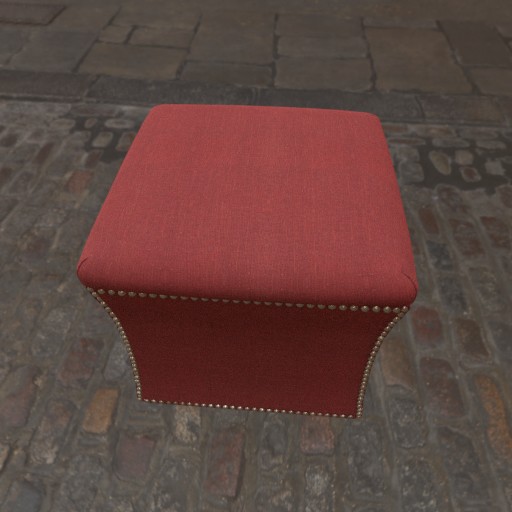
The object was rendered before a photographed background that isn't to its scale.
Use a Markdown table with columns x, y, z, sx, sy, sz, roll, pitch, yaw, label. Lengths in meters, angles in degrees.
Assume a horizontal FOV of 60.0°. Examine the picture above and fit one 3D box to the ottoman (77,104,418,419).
| x | y | z | sx | sy | sz | roll | pitch | yaw | label |
| --- | --- | --- | --- | --- | --- | --- | --- | --- | --- |
| 0.000 | 0.000 | 0.926 | 0.507 | 0.475 | 0.497 | 3 | 46 | 3 | ottoman |
